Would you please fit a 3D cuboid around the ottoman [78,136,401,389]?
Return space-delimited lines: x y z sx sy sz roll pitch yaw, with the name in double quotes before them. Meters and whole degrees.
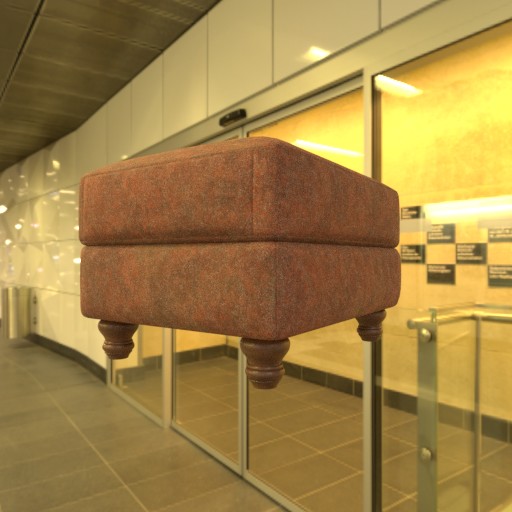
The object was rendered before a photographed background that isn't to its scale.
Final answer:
"ottoman" 0.000 0.000 1.223 0.635 0.508 0.787 0 0 34
